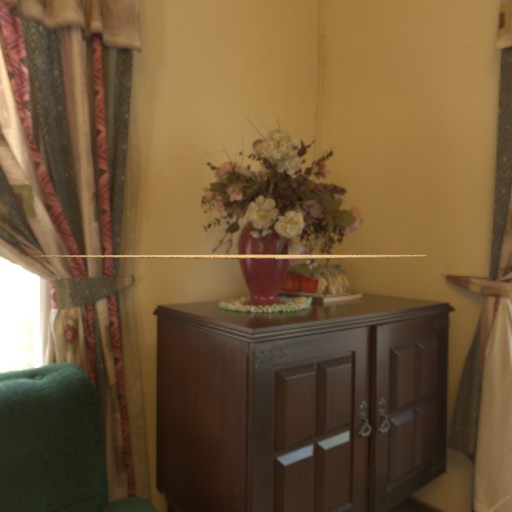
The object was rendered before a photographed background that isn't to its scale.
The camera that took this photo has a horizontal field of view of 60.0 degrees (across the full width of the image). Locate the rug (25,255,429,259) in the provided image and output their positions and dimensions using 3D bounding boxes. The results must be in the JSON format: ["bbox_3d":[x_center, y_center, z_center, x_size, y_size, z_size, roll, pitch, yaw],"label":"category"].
[{"bbox_3d":[0.000,0.000,4.363,2.464,0.010,3.327,0,0,36],"label":"rug"}]
